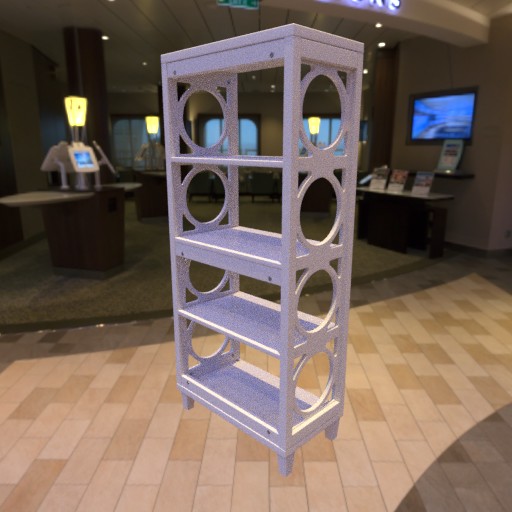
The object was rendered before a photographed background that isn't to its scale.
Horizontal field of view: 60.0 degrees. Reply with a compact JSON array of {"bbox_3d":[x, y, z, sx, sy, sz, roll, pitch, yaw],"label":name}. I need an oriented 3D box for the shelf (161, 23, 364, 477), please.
[{"bbox_3d":[0.000,0.000,1.642,0.611,1.411,0.340,14,20,43],"label":"shelf"}]
